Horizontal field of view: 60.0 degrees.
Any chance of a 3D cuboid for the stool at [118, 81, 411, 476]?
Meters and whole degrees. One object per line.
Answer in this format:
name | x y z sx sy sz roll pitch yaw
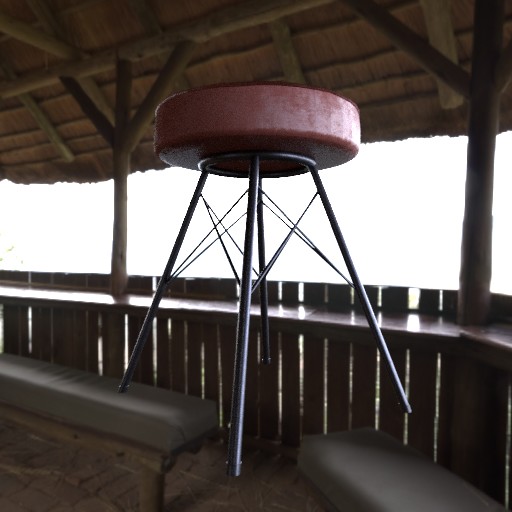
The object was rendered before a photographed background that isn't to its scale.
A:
stool | 0.000 0.000 0.905 0.421 0.593 0.457 -1 1 -36
